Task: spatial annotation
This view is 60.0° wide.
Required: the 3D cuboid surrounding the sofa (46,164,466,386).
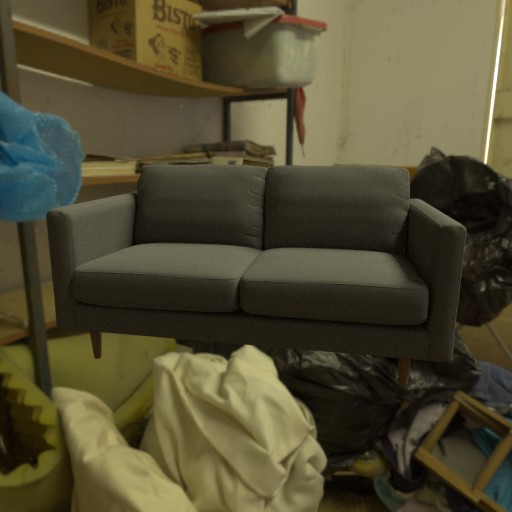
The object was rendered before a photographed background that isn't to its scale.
[{"bbox_3d":[0.000,0.000,2.194,1.713,0.866,0.940,2,14,10],"label":"sofa"}]
